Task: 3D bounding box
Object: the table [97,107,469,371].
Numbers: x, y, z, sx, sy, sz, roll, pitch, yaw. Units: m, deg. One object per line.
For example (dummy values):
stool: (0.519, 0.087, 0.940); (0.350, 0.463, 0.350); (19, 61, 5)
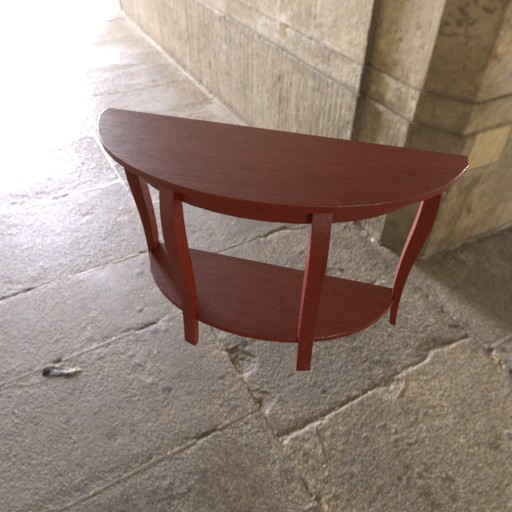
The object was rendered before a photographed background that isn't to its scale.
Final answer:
table: (0.000, 0.000, 1.587); (1.219, 0.779, 0.405); (11, 44, 12)
